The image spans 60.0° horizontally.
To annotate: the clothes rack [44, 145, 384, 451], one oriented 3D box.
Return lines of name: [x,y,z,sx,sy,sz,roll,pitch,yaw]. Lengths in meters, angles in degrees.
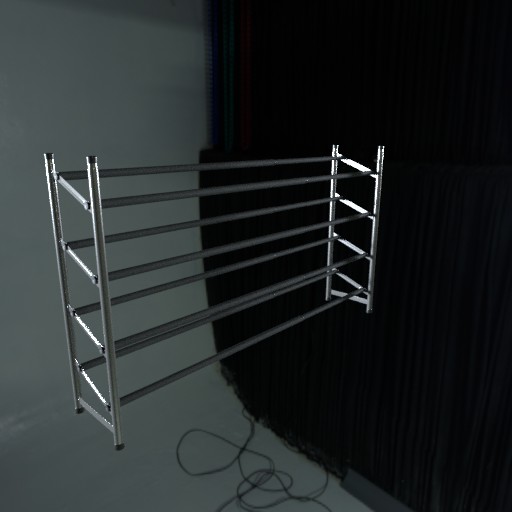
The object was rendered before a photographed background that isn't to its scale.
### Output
clothes rack: [0.000,0.000,1.424,0.229,0.672,1.168,14,21,42]
